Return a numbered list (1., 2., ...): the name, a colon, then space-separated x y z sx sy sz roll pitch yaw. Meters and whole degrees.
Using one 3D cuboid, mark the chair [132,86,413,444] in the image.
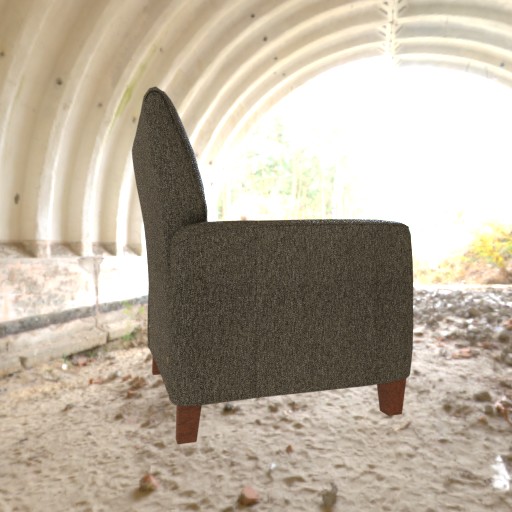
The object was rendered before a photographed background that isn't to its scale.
1. chair: 0.000 0.000 1.655 0.864 1.014 0.848 0 1 -18
